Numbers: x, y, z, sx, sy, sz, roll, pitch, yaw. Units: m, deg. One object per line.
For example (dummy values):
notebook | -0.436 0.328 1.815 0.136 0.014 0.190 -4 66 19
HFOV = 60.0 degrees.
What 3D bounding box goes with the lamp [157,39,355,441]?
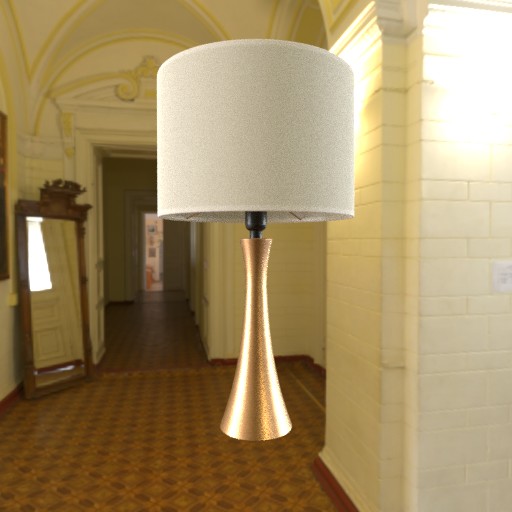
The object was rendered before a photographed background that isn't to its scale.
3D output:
lamp | 0.000 0.000 0.621 0.268 0.479 0.268 1 2 34
